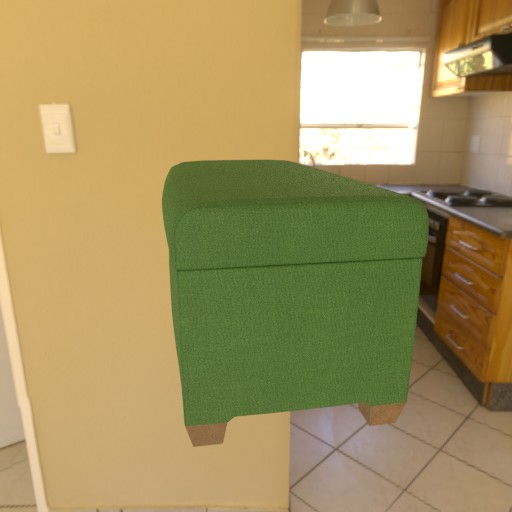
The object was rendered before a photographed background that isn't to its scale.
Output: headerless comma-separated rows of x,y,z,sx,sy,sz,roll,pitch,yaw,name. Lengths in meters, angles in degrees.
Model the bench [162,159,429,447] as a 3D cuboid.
0.000,0.000,1.284,0.505,0.501,0.989,-3,16,-10,bench
